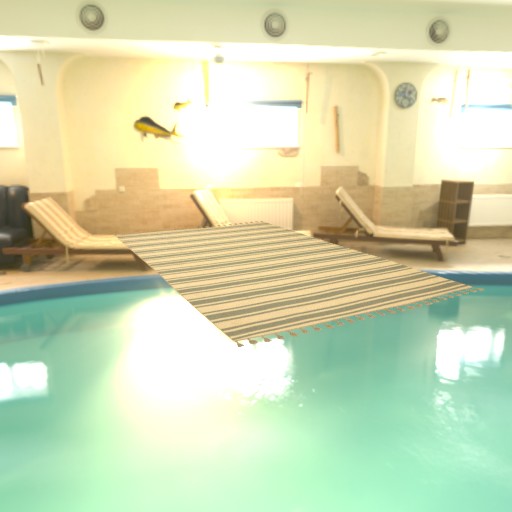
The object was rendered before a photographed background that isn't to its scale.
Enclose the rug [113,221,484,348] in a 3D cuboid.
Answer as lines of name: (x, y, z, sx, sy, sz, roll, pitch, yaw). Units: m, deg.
rug: (0.000, 0.000, 2.568, 1.222, 0.009, 2.084, -7, 16, -27)
